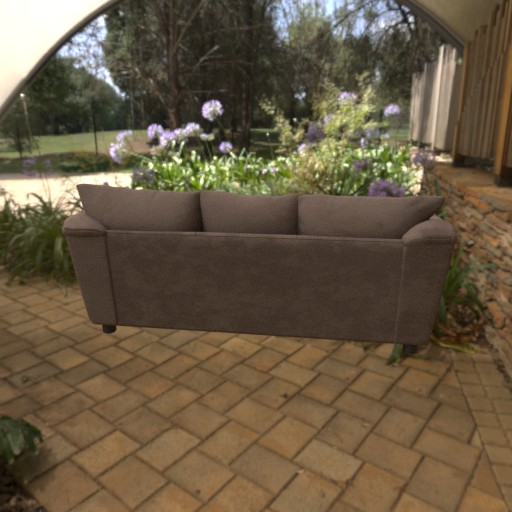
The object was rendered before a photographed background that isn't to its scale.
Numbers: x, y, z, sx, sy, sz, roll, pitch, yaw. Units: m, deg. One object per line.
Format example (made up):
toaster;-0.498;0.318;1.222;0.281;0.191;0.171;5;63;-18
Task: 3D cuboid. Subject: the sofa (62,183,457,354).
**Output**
sofa;0.000;0.000;2.954;2.377;0.981;0.893;2;15;8
